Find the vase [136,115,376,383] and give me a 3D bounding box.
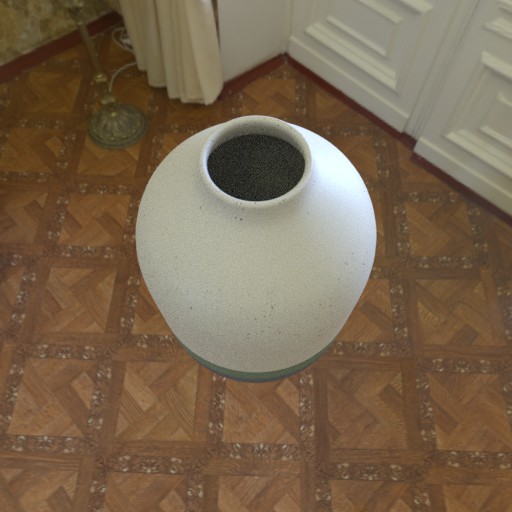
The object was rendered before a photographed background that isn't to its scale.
[{"bbox_3d":[0.000,0.000,0.350,0.169,0.240,0.169,0,63,0],"label":"vase"}]
